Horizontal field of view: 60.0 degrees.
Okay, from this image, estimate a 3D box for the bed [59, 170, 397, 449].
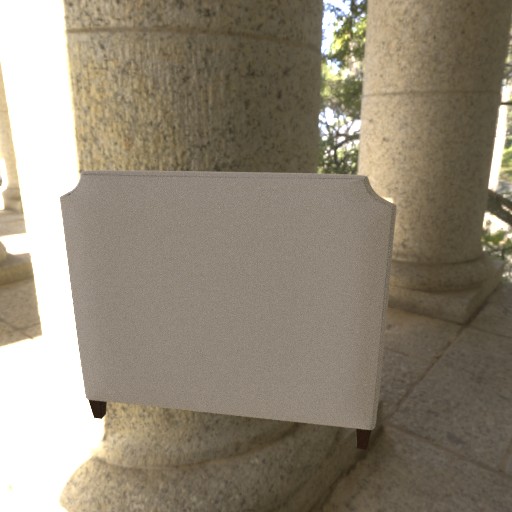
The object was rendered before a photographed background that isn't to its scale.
[{"bbox_3d":[0.000,0.000,3.434,1.712,1.497,2.372,3,16,9],"label":"bed"}]
